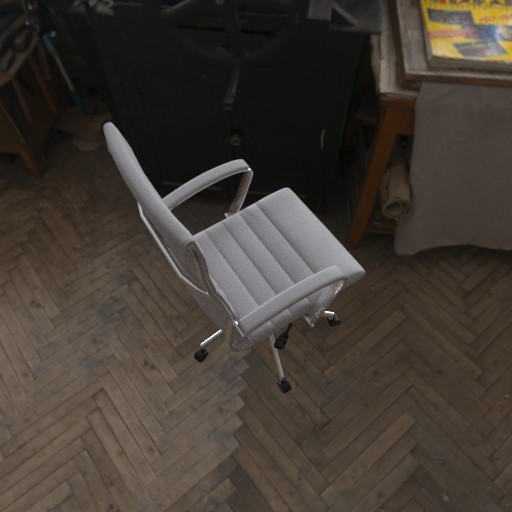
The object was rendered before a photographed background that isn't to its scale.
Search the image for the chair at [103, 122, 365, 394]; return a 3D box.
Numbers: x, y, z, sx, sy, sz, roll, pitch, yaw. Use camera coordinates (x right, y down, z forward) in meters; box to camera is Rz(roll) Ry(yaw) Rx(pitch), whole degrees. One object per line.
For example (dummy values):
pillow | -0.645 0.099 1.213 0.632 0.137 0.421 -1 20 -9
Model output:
chair | 0.000 0.000 1.563 0.667 1.149 0.679 -28 61 -17
